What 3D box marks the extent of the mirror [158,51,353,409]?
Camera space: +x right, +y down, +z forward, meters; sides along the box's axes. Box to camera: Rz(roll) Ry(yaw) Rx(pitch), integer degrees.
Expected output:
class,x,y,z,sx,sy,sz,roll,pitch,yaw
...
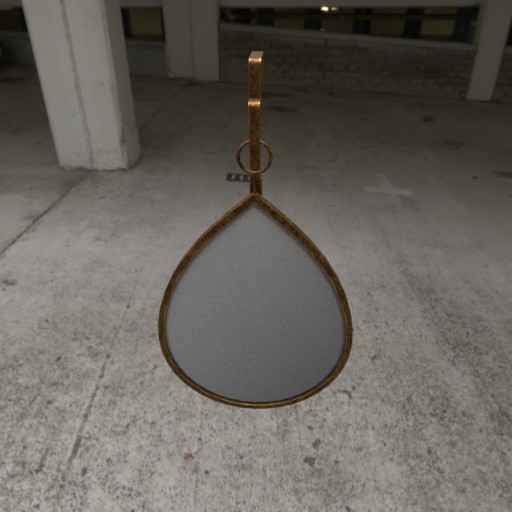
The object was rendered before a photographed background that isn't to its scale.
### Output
class,x,y,z,sx,sy,sz,roll,pitch,yaw
mirror,0.000,0.000,0.900,0.405,0.744,0.144,1,30,2
